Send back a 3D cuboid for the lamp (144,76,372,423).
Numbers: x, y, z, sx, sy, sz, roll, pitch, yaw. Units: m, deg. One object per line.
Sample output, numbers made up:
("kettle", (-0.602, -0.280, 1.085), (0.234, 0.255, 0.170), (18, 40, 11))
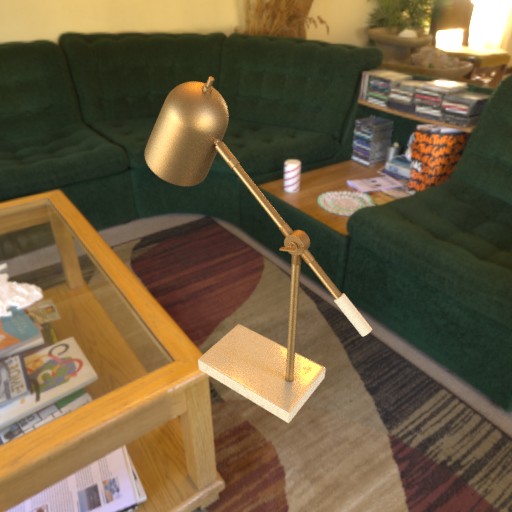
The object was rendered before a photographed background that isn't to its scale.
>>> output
("lamp", (0.000, 0.000, 0.816), (0.471, 0.603, 0.144), (22, 39, 30))
